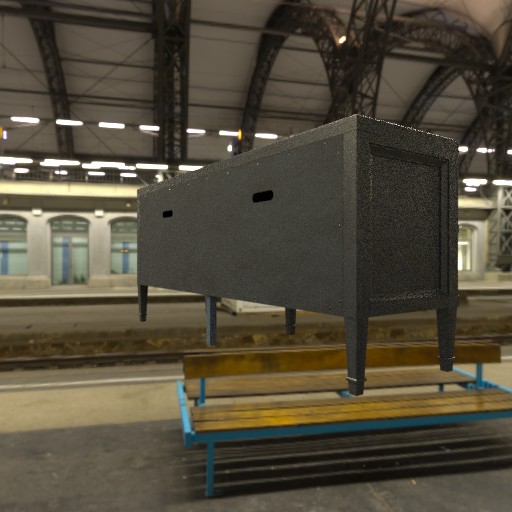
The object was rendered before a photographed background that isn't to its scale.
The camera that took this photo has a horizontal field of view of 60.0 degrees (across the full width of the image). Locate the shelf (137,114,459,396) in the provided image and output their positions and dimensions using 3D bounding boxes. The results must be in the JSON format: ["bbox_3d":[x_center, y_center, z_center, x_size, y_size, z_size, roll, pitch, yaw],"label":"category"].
[{"bbox_3d":[0.000,0.000,1.900,0.479,0.719,1.575,0,0,-35],"label":"shelf"}]
